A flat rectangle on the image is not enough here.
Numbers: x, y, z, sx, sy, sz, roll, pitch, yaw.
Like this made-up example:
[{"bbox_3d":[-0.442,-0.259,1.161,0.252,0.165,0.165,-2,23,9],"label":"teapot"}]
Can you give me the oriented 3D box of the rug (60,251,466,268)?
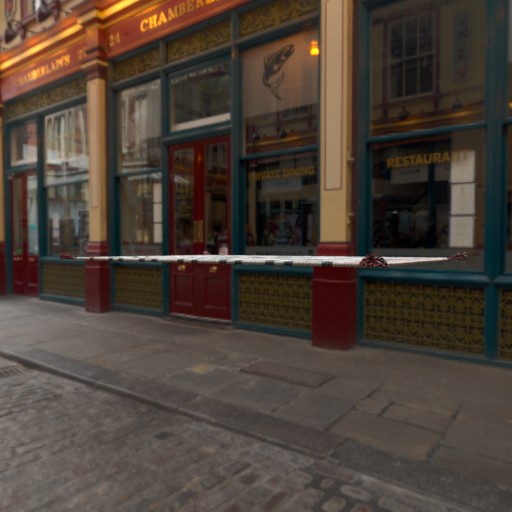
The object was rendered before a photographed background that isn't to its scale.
[{"bbox_3d":[0.000,0.000,3.400,2.672,0.066,1.741,1,1,36],"label":"rug"}]
